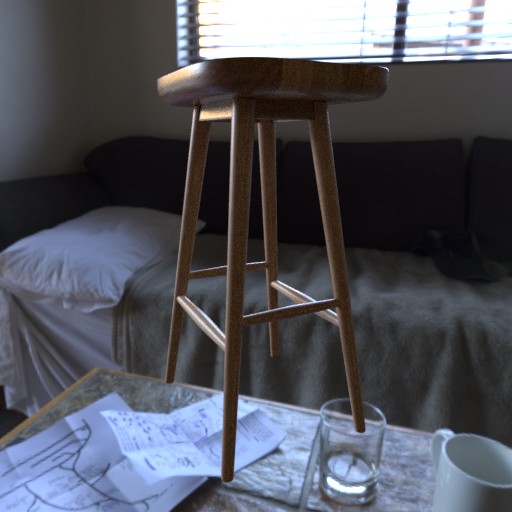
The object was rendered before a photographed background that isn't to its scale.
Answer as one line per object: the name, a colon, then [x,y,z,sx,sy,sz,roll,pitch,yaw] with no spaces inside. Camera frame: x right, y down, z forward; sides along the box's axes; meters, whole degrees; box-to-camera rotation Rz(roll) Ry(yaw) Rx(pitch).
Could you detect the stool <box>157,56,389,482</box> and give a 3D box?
stool: [0.000,0.000,0.923,0.322,0.698,0.407,-8,17,-26]
